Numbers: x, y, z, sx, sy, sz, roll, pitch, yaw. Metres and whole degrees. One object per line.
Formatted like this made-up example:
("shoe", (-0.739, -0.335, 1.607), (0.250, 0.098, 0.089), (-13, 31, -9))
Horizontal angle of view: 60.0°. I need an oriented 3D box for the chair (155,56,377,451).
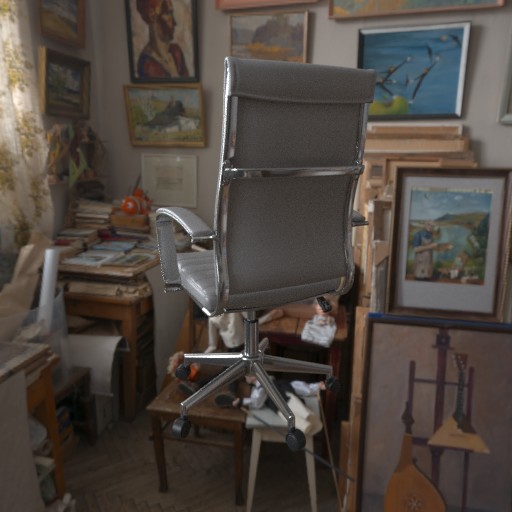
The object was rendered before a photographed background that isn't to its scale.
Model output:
("chair", (0.000, 0.000, 1.529), (0.679, 1.149, 0.667), (-7, 16, -25))
